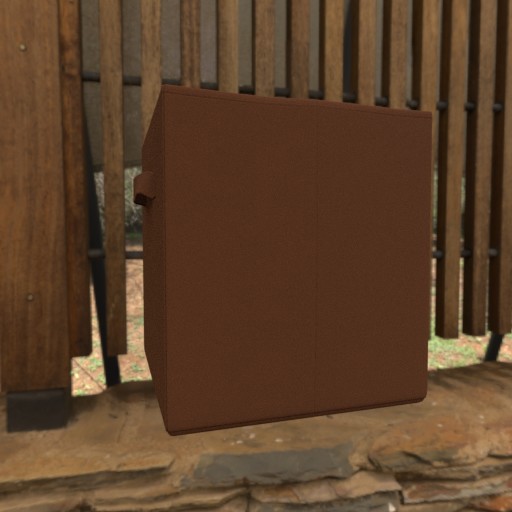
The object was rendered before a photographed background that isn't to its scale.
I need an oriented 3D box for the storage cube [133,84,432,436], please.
[{"bbox_3d":[0.000,0.000,0.508,0.270,0.280,0.270,-1,3,-18],"label":"storage cube"}]
